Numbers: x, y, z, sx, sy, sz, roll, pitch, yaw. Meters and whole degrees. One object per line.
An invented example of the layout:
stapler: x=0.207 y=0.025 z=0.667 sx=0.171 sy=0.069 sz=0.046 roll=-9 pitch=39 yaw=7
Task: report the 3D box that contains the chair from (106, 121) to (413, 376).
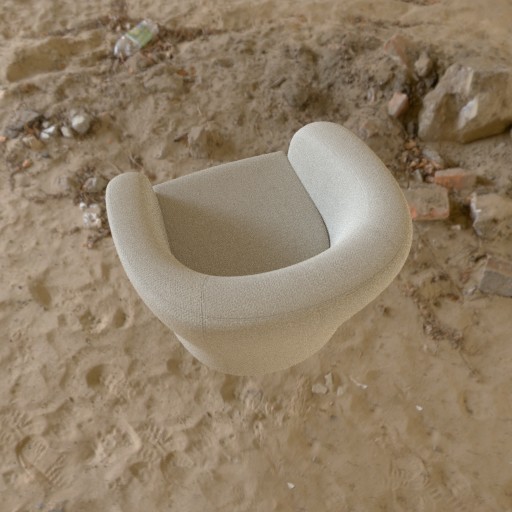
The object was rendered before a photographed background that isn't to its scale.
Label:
chair: x=0.000 y=0.000 z=1.461 sx=0.791 sy=0.771 sz=0.815 roll=-18 pitch=60 yaw=-11
